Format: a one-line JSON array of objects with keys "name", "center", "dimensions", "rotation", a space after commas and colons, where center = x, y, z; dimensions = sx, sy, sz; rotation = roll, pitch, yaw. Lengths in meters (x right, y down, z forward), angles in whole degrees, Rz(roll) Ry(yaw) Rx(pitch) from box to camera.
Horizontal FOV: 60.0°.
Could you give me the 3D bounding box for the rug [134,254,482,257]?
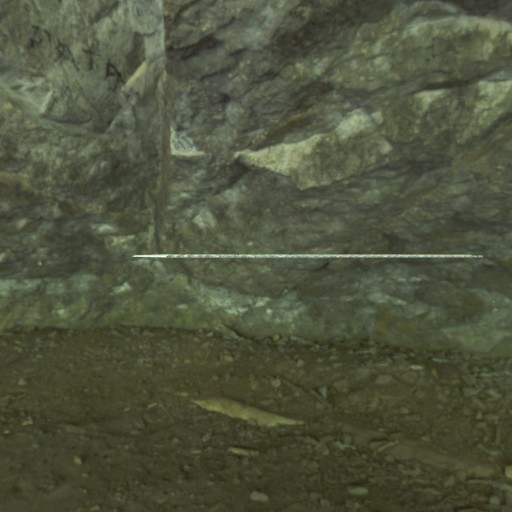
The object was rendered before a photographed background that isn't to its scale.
[{"name": "rug", "center": [0.000, 0.000, 3.100], "dimensions": [1.548, 0.013, 2.486], "rotation": [0, 0, -18]}]
